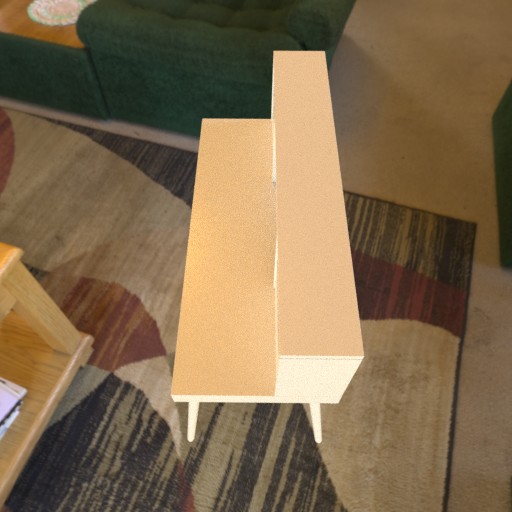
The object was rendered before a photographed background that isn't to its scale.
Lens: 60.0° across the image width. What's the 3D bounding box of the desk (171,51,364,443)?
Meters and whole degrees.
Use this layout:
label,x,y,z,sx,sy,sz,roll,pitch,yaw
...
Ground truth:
label,x,y,z,sx,sy,sz,roll,pitch,yaw
desk,0.000,0.000,1.752,0.559,0.990,1.199,0,57,0
